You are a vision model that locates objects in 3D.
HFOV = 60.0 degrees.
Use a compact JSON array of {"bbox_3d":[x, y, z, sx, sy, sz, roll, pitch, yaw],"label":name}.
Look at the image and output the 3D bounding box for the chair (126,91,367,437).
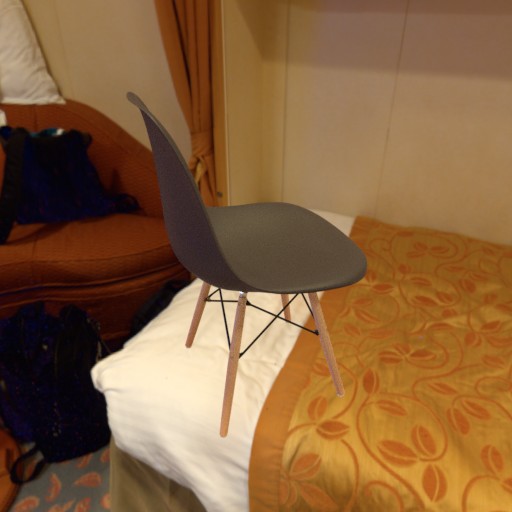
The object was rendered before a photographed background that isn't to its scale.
[{"bbox_3d":[0.000,0.000,1.151,0.533,0.825,0.470,-12,33,-19],"label":"chair"}]
